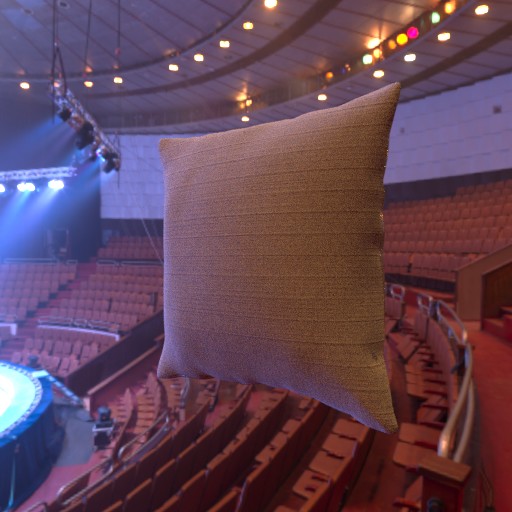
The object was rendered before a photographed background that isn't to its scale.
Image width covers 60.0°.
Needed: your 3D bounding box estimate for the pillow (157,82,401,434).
[{"bbox_3d":[0.000,0.000,0.720,0.470,0.464,0.175,-1,-1,36],"label":"pillow"}]
